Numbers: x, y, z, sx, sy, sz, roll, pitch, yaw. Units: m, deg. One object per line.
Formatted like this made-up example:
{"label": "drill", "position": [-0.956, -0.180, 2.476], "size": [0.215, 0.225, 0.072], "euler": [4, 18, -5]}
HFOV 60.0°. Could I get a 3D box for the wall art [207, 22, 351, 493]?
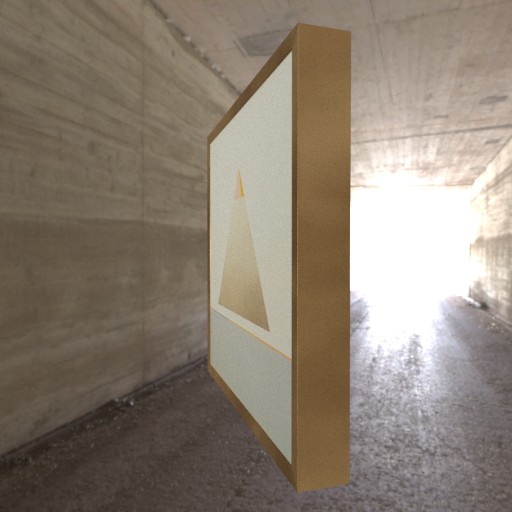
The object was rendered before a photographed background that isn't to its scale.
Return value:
{"label": "wall art", "position": [0.000, 0.000, 0.437], "size": [0.038, 0.303, 0.305], "euler": [0, 1, -17]}
